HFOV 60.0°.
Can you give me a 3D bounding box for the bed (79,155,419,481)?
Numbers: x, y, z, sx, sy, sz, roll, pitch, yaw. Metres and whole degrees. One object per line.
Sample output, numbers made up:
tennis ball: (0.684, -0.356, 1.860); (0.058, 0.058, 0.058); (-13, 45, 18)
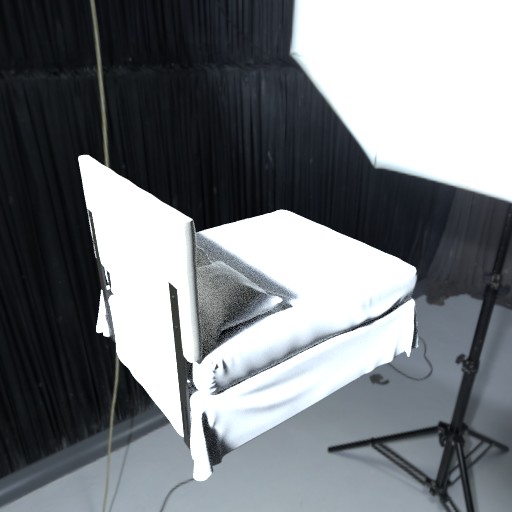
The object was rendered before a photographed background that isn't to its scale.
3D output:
bed: (0.000, 0.000, 3.526); (2.222, 1.577, 1.936); (-17, 31, -32)
